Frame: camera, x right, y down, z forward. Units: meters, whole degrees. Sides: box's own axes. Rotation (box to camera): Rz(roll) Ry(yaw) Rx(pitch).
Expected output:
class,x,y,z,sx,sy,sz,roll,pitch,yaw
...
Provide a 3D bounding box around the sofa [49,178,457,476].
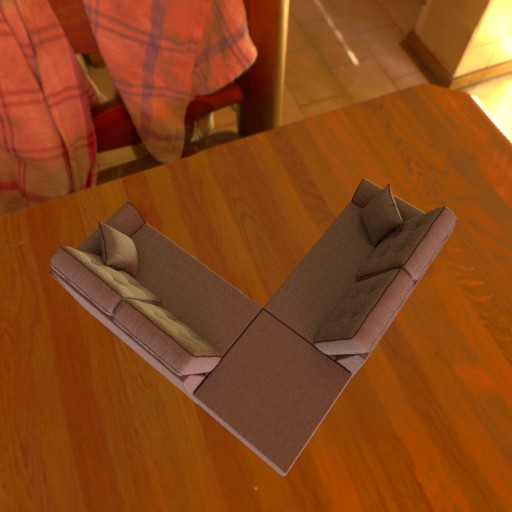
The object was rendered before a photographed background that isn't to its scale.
class,x,y,z,sx,sy,sz,roll,pitch,yaw
sofa,0.000,0.000,3.264,2.070,0.988,2.068,35,68,17
